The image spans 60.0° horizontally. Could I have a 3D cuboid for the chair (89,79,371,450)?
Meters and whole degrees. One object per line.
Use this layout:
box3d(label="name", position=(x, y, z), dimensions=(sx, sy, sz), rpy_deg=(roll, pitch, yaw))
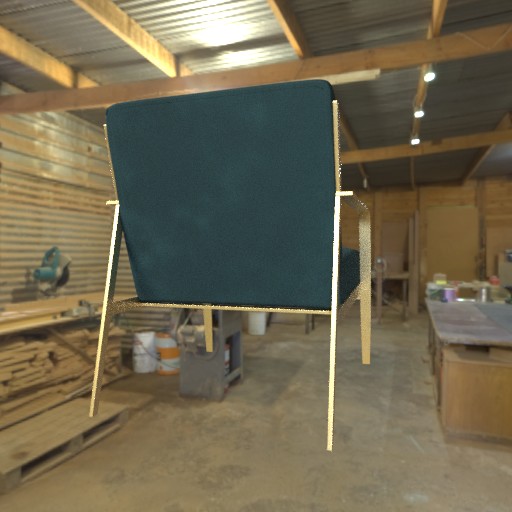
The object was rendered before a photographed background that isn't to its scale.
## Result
box3d(label="chair", position=(0.000, 0.000, 1.456), dimensions=(0.692, 0.831, 0.859), rpy_deg=(0, 1, 18))
